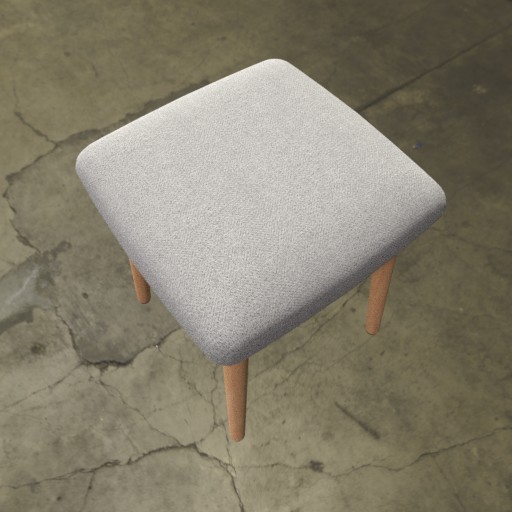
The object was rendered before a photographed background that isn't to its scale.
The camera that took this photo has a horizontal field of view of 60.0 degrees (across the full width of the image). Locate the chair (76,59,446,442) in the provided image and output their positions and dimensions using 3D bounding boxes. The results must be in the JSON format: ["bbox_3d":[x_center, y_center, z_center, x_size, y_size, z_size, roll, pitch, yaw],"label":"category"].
[{"bbox_3d":[0.000,0.000,0.689,0.350,0.440,0.350,-33,65,-18],"label":"chair"}]
